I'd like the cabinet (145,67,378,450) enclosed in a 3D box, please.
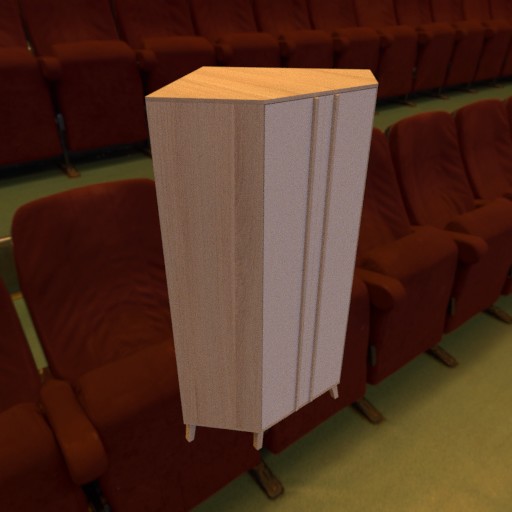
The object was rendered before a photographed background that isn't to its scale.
[{"bbox_3d":[0.000,0.000,2.590,1.272,1.957,0.969,-21,36,-31],"label":"cabinet"}]
